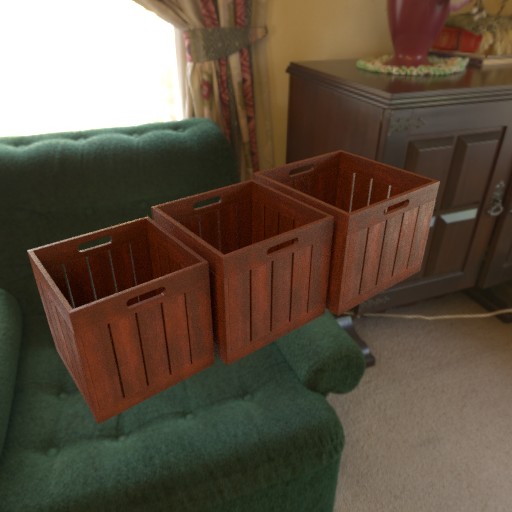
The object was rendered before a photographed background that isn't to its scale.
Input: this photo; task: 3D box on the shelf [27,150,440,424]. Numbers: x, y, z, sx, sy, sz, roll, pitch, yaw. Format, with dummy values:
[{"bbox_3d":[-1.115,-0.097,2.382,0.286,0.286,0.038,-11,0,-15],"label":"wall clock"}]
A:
[{"bbox_3d":[0.000,0.000,1.236,1.064,0.311,0.393,-21,36,-32],"label":"shelf"}]
